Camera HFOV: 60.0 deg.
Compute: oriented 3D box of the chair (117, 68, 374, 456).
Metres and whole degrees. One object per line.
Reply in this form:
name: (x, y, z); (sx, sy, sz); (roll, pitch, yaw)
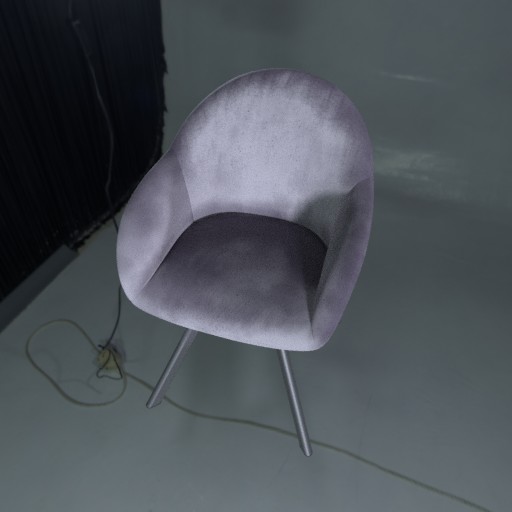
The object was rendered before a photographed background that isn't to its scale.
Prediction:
chair: (0.000, 0.000, 1.179); (0.550, 0.795, 0.590); (12, 42, 13)
